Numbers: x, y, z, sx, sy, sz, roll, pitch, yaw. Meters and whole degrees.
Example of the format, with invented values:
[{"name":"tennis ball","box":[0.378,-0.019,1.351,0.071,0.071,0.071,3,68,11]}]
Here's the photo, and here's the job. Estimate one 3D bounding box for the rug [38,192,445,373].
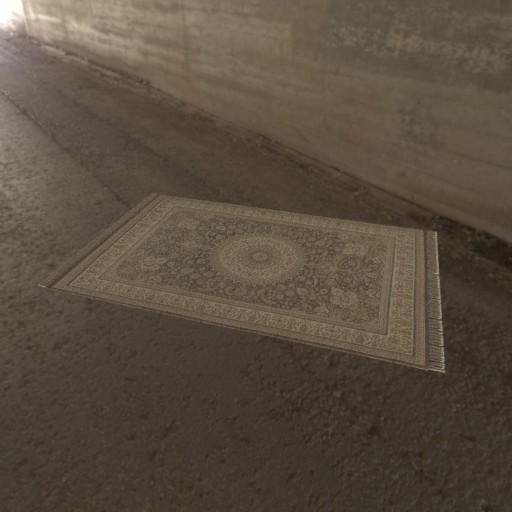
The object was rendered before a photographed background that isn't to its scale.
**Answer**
[{"name":"rug","box":[0.000,0.000,3.111,2.440,0.010,1.528,10,33,15]}]
